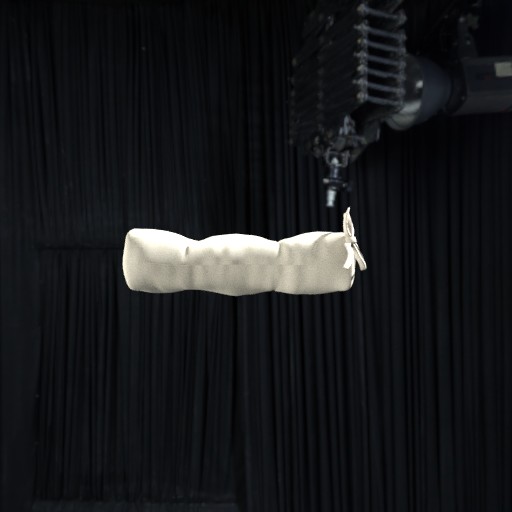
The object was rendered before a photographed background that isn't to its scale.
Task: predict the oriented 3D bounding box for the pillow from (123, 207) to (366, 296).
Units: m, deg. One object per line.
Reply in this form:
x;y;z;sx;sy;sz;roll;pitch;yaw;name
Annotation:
0.000;0.000;1.376;0.511;0.174;1.194;0;0;0;pillow
